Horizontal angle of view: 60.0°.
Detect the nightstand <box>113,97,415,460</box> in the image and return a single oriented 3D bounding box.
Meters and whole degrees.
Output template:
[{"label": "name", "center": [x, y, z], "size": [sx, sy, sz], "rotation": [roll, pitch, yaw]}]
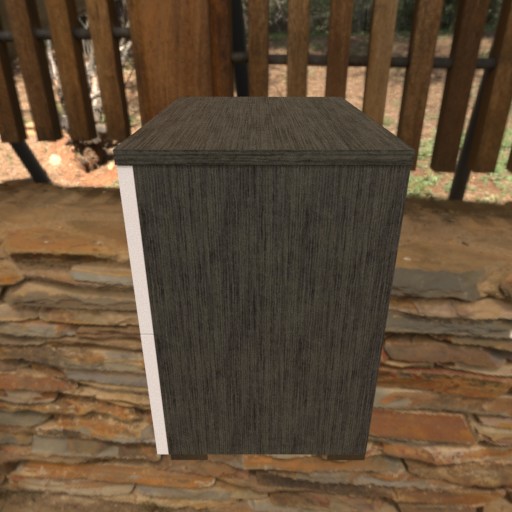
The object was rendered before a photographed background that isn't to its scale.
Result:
[{"label": "nightstand", "center": [0.000, 0.000, 0.751], "size": [0.325, 0.460, 0.441], "rotation": [0, 26, 0]}]
